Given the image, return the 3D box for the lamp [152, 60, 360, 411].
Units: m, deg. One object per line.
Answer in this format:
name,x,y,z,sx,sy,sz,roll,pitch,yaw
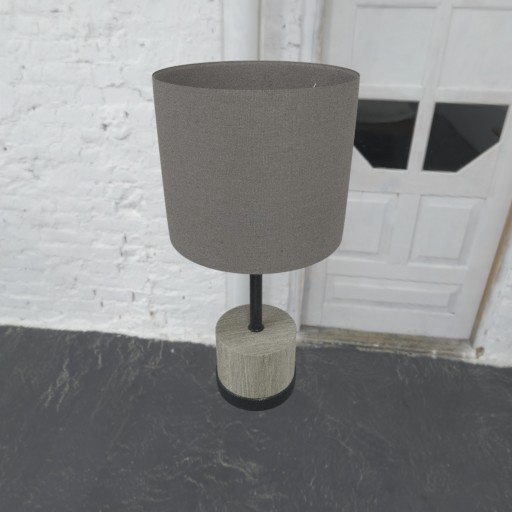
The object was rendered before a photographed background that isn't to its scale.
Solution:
lamp,0.000,0.000,0.609,0.229,0.470,0.229,-8,31,-14
